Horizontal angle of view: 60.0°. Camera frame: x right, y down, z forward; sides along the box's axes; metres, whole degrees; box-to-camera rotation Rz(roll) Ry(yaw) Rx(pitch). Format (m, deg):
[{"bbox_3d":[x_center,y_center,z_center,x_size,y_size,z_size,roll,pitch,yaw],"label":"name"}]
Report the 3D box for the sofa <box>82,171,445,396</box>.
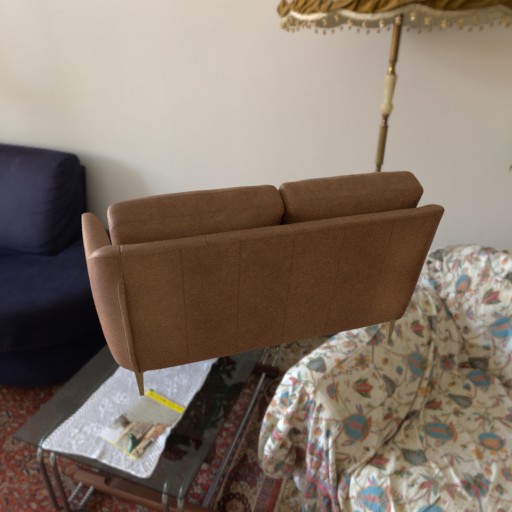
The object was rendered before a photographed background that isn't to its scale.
[{"bbox_3d":[0.000,0.000,2.209,1.619,0.902,0.960,-8,28,-16],"label":"sofa"}]
